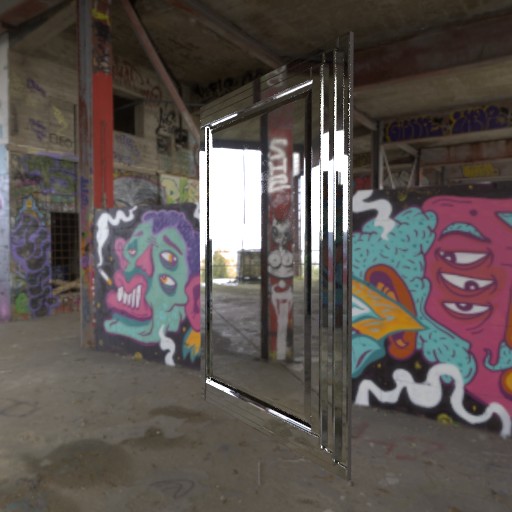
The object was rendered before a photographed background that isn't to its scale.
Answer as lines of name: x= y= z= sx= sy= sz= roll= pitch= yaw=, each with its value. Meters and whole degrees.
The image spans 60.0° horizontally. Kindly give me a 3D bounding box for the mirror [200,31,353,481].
mirror: x=0.000 y=0.000 z=1.141 sx=0.039 sy=0.914 sz=0.613 roll=-1 pitch=2 yaw=-36
